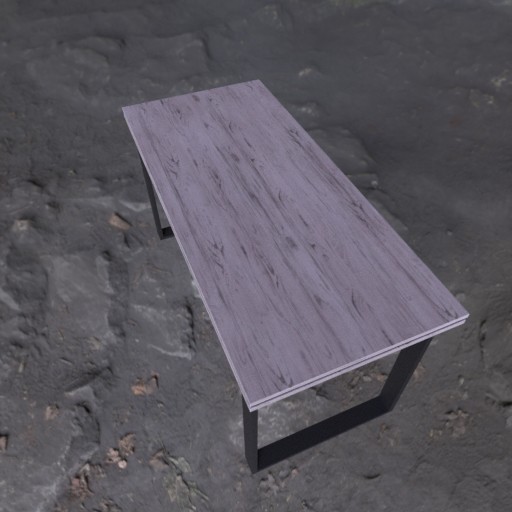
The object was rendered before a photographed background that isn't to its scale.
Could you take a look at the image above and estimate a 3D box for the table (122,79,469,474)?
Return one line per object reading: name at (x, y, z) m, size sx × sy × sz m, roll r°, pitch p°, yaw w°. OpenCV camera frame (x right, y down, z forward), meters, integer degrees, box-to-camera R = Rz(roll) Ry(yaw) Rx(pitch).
table at (0.000, 0.000, 2.257) m, size 0.795 × 0.899 × 1.778 m, roll -18°, pitch 51°, yaw -15°
